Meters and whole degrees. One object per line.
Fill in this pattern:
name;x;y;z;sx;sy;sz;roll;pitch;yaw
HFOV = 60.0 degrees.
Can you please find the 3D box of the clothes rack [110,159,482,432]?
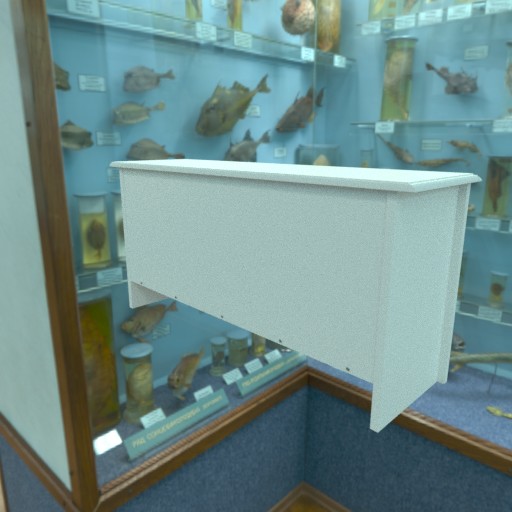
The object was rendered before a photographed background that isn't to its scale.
clothes rack;0.000;0.000;1.336;0.324;0.531;1.120;-14;20;-43
